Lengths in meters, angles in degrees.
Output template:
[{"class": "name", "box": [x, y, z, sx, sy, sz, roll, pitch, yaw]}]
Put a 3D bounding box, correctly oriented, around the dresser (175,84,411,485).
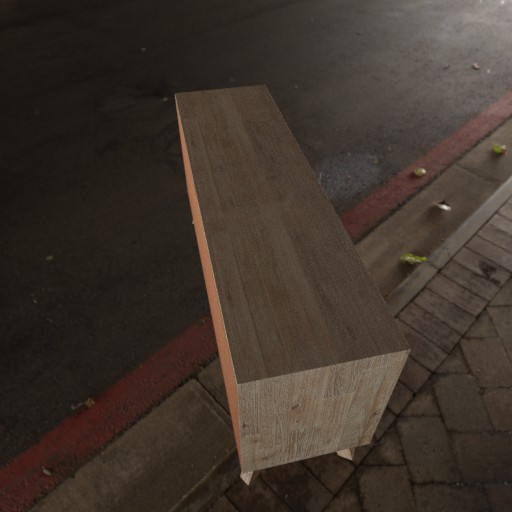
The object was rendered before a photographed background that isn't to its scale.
[{"class": "dresser", "box": [0.000, 0.000, 1.929, 0.455, 0.788, 1.602, -9, 46, -9]}]
